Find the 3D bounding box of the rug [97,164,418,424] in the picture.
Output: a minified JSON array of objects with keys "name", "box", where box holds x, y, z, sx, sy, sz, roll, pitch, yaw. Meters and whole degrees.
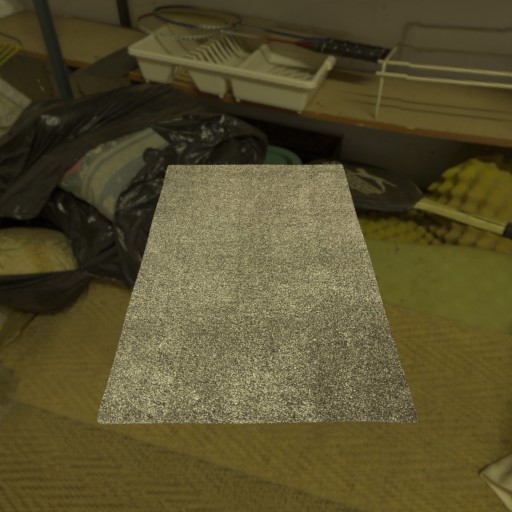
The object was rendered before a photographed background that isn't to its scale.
[{"name":"rug","box":[0.000,0.000,2.944,1.501,0.025,2.352,0,41,0]}]
